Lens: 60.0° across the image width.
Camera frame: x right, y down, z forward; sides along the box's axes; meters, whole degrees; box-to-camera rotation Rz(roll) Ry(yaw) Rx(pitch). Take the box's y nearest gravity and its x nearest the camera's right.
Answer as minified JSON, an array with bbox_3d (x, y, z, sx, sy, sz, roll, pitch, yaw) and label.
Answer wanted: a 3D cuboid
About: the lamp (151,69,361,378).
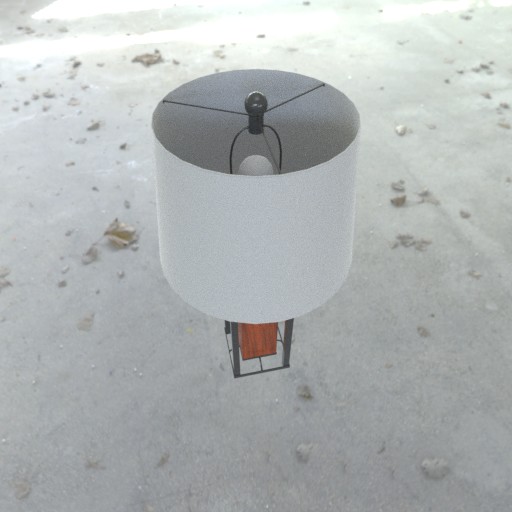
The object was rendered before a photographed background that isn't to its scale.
[{"bbox_3d":[0.000,0.000,0.764,0.320,0.591,0.320,0,47,0],"label":"lamp"}]
